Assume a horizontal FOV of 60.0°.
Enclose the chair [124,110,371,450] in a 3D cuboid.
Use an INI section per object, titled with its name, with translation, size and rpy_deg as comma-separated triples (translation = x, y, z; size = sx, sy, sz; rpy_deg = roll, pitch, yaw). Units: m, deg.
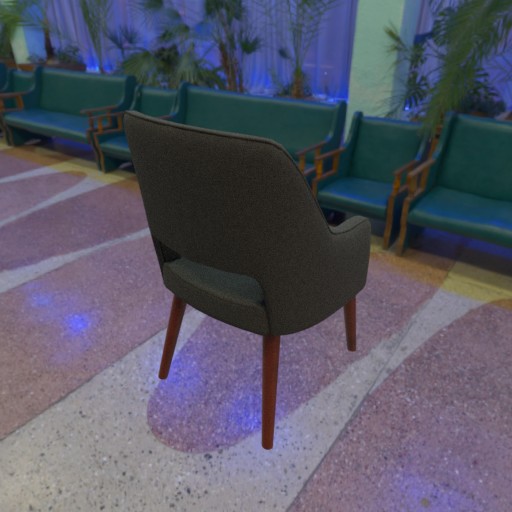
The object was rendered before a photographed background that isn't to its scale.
[chair]
translation = 0.000, 0.000, 1.249
size = 0.559, 0.838, 0.560
rpy_deg = 21, 36, 32
